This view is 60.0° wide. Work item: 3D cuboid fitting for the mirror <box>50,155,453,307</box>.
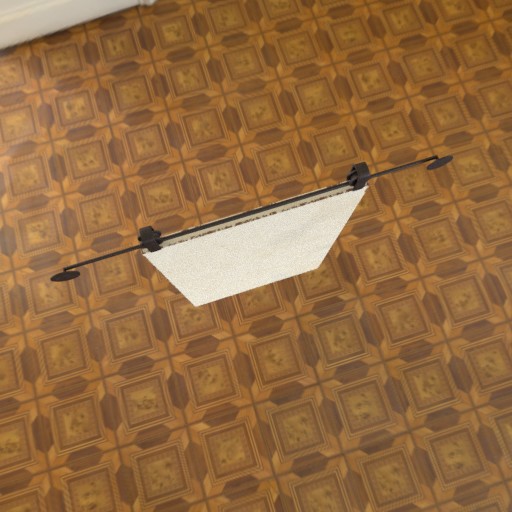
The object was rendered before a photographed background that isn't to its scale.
[{"bbox_3d":[0.000,0.000,1.213,0.808,0.844,0.037,-17,77,-4],"label":"mirror"}]
